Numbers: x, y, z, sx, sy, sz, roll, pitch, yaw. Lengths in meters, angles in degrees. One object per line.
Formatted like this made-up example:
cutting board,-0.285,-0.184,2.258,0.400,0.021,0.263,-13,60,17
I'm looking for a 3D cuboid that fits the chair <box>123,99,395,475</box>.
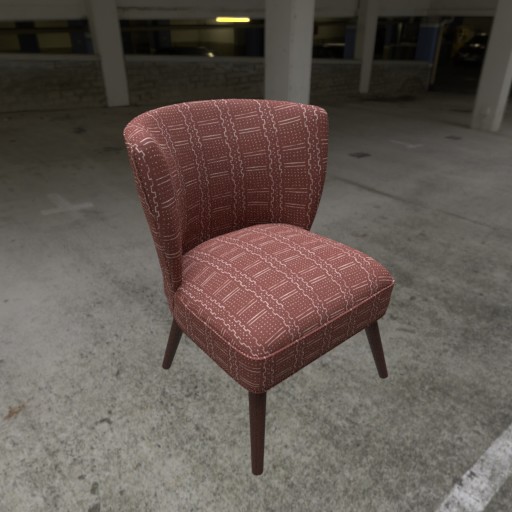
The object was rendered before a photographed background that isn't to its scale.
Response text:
chair,0.000,0.000,1.440,0.706,0.866,0.758,-22,36,-34
